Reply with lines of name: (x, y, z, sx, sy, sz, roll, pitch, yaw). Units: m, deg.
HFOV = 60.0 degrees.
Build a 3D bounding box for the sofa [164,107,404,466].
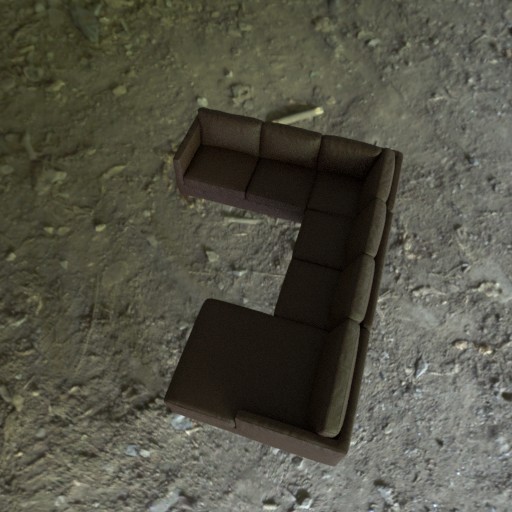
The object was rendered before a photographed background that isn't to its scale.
sofa: (0.000, 0.000, 4.726, 2.593, 0.923, 3.460, 15, 59, 9)
